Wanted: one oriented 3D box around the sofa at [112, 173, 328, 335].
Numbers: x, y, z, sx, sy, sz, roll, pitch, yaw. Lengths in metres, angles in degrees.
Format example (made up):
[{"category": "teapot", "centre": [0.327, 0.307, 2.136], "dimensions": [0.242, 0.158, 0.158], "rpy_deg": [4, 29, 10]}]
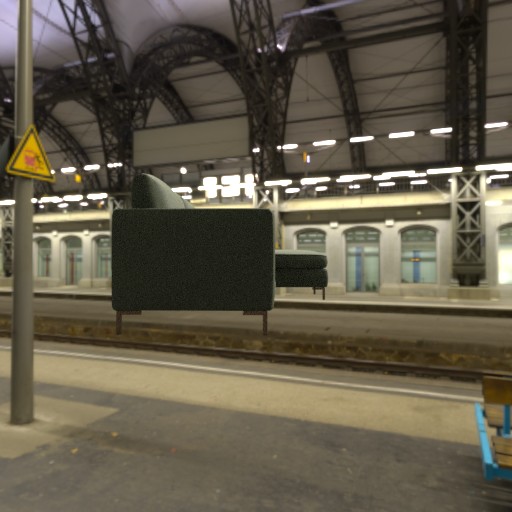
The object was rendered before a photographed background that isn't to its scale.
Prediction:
[{"category": "sofa", "centre": [0.000, 0.000, 3.321], "dimensions": [1.255, 0.756, 2.725], "rpy_deg": [0, -1, 1]}]
